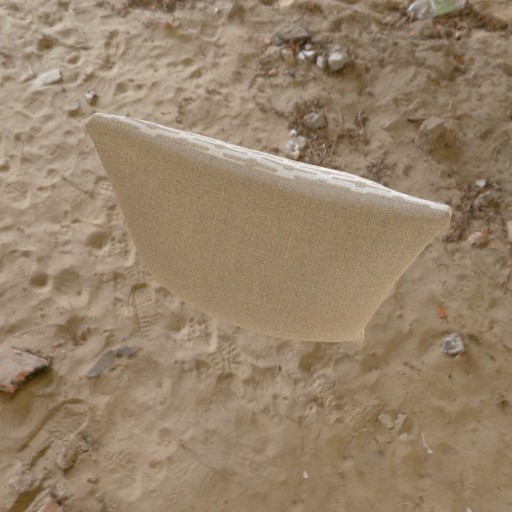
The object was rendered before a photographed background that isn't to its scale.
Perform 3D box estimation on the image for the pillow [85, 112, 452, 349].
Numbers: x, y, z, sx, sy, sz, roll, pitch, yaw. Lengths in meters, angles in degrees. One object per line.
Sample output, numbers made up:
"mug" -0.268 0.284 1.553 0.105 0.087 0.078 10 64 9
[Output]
"pillow" 0.000 0.000 0.784 0.496 0.491 0.219 17 64 8
